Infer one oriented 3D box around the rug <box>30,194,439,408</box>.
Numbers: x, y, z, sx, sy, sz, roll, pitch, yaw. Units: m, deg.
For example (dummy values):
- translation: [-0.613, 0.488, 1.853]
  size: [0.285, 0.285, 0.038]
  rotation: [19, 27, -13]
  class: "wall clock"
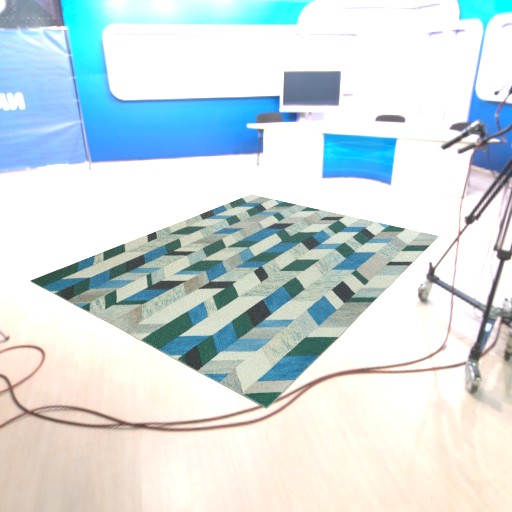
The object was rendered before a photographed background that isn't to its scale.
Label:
- translation: [0.000, 0.000, 4.117]
  size: [2.440, 0.008, 3.036]
  rotation: [18, 30, 33]
  class: "rug"
